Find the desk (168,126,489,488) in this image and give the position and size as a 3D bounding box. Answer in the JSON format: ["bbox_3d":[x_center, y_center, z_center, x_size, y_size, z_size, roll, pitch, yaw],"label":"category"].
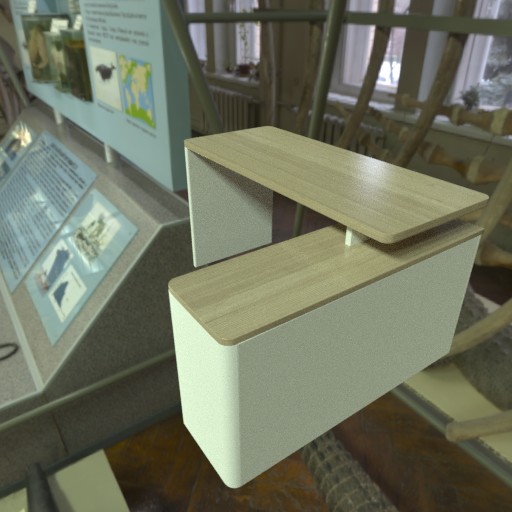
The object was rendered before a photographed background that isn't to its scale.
[{"bbox_3d":[0.000,0.000,2.040,1.175,0.770,1.400,-19,34,-30],"label":"desk"}]
